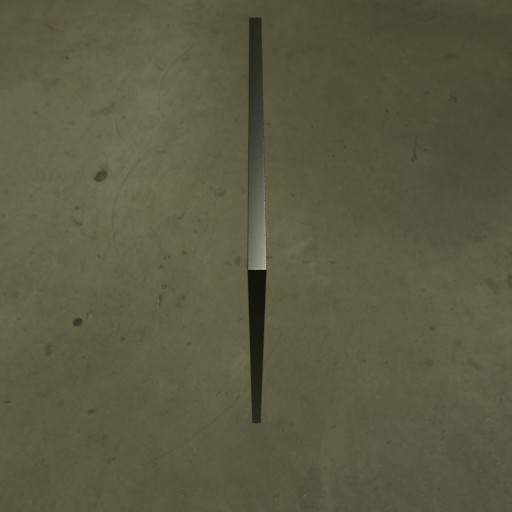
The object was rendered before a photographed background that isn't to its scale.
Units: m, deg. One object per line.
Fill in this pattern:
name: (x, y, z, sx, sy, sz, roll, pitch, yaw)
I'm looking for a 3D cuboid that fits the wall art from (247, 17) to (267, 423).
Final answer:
wall art: (0.000, 0.000, 0.553, 0.013, 0.432, 0.304, 0, 57, 0)
